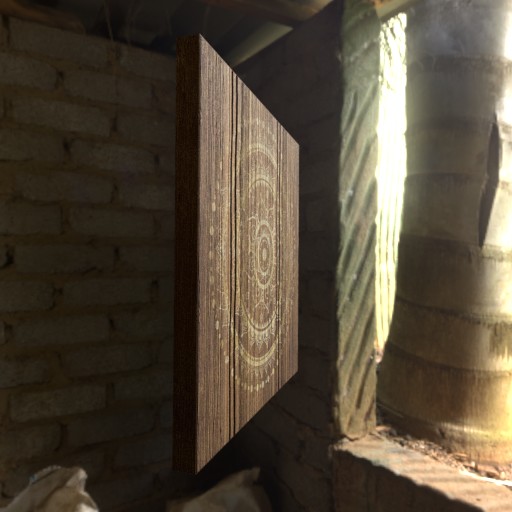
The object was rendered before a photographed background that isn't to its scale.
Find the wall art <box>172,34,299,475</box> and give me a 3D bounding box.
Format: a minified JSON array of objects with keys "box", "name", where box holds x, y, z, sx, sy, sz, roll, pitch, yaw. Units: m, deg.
[{"box":[0.000,0.000,0.899,0.042,0.608,0.611,0,0,18],"name":"wall art"}]
